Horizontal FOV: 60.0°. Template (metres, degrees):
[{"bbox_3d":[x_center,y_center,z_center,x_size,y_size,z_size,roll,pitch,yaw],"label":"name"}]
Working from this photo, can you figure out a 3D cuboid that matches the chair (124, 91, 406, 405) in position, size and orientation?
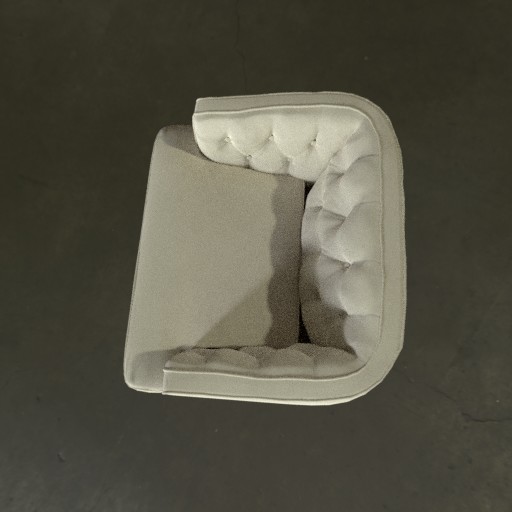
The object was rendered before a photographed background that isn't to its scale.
[{"bbox_3d":[0.000,0.000,1.781,0.941,0.852,1.104,4,75,1],"label":"chair"}]
